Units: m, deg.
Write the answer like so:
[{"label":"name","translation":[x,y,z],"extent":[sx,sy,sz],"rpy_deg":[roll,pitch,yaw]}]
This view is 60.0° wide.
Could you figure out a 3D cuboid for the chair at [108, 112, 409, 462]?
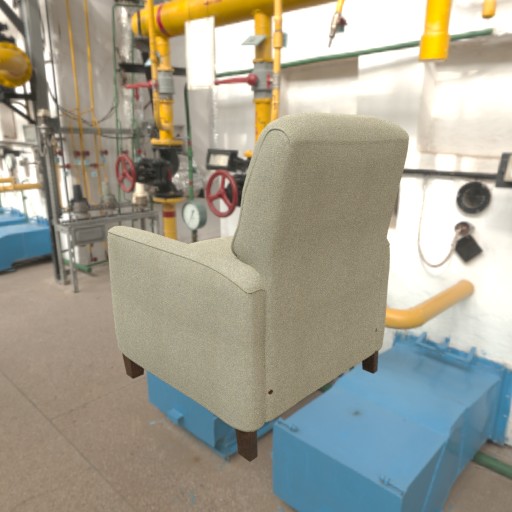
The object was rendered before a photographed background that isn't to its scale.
[{"label":"chair","translation":[0.000,0.000,1.680],"extent":[0.853,1.006,0.850],"rpy_deg":[15,21,43]}]
